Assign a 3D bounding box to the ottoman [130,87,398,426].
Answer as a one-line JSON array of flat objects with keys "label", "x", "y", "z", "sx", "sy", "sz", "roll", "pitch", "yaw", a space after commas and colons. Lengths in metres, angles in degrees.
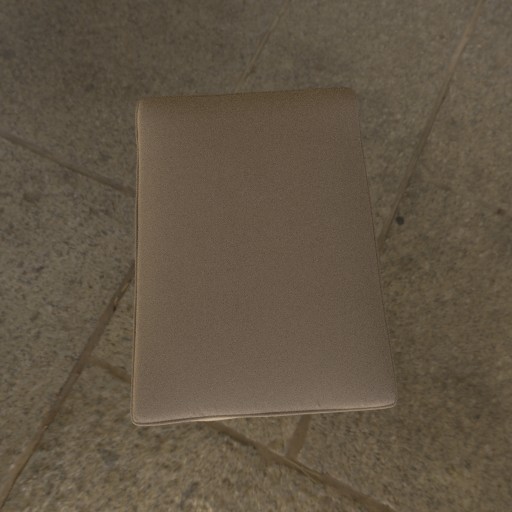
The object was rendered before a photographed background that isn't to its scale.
[{"label": "ottoman", "x": 0.000, "y": 0.000, "z": 1.357, "sx": 0.721, "sy": 0.482, "sz": 0.959, "roll": -3, "pitch": 74, "yaw": -1}]
